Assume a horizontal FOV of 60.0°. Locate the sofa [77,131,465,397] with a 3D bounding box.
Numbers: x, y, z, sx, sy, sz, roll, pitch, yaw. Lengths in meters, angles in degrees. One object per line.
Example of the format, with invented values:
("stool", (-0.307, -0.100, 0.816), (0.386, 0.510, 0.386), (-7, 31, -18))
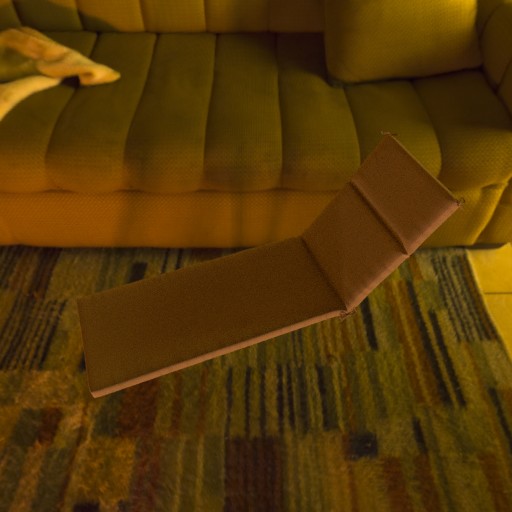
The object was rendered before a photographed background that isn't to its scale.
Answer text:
("sofa", (0.000, 0.000, 1.986), (1.663, 0.622, 0.582), (-16, 51, -14))
